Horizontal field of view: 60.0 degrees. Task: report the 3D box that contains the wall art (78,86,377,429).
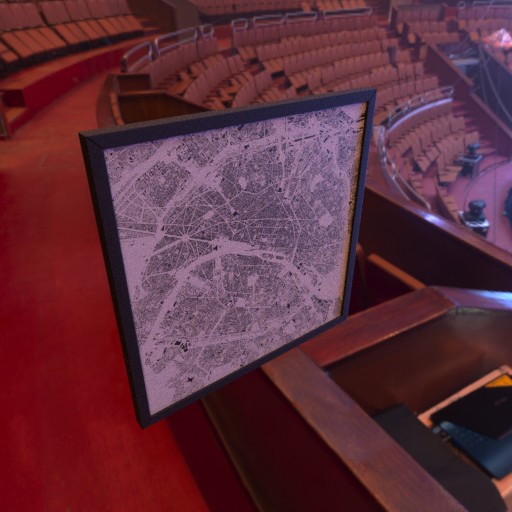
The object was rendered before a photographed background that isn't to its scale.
[{"bbox_3d":[0.000,0.000,1.165,0.763,0.763,0.037,-21,36,-31],"label":"wall art"}]
